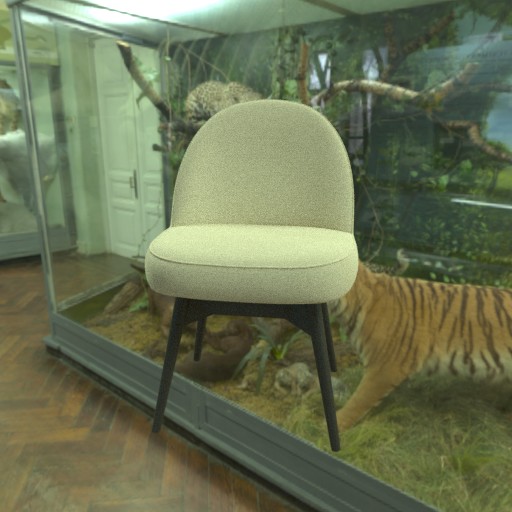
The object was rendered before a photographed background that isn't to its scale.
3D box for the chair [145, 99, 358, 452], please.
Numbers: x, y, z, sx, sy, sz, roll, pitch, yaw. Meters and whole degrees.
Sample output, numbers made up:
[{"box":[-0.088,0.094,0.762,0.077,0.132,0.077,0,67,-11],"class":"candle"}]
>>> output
[{"box":[0.000,0.000,1.203,0.532,0.838,0.540,2,16,9],"class":"chair"}]
